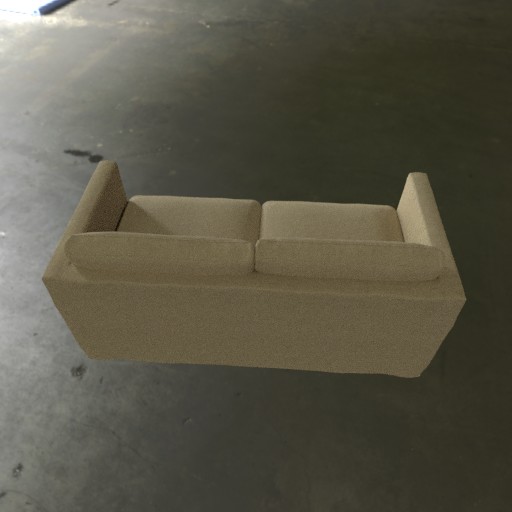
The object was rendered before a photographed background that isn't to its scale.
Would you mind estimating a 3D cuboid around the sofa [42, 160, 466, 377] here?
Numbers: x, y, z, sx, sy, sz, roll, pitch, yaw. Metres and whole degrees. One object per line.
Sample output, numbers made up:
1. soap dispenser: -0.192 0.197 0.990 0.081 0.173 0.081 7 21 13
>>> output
1. sofa: 0.000 0.000 2.510 1.959 0.835 0.962 3 48 2
